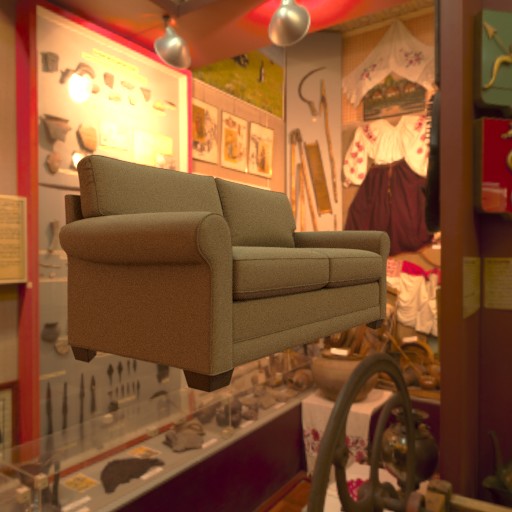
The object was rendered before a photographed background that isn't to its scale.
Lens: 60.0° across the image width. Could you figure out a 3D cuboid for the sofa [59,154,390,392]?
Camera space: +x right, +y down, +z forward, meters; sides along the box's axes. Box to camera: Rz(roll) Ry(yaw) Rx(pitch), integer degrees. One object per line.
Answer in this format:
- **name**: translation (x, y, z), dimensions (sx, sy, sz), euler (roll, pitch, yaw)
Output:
- **sofa**: translation (0.000, 0.000, 2.483), dimensions (0.940, 0.952, 1.930), euler (0, 0, 36)
